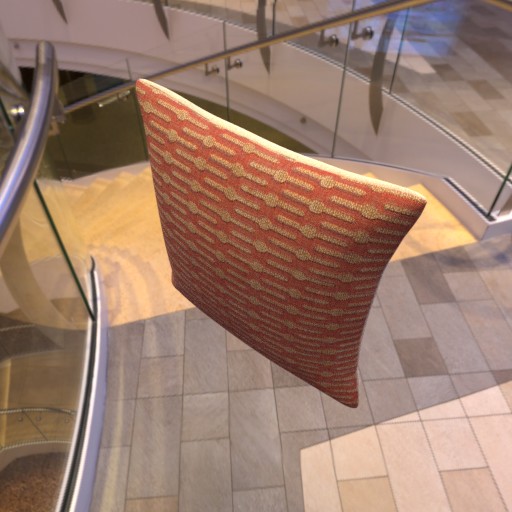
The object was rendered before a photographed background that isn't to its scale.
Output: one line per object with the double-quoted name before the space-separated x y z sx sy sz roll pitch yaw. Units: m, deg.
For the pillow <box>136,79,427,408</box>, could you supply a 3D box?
"pillow" 0.000 0.000 0.792 0.511 0.503 0.182 30 53 26
